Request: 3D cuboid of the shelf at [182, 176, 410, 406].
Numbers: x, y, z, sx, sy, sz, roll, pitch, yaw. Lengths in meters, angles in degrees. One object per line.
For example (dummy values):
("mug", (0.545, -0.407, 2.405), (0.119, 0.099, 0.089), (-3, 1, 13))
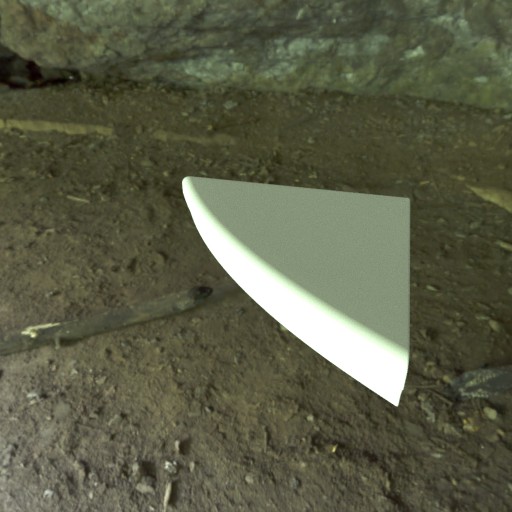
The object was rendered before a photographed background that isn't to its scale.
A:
("shelf", (0.000, 0.000, 0.473), (0.310, 0.050, 0.310), (8, 30, 14))
